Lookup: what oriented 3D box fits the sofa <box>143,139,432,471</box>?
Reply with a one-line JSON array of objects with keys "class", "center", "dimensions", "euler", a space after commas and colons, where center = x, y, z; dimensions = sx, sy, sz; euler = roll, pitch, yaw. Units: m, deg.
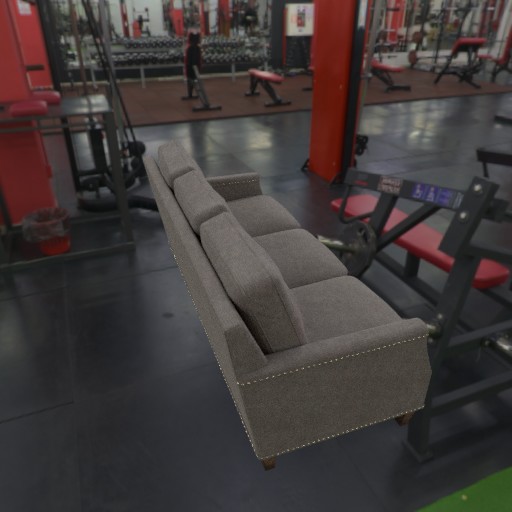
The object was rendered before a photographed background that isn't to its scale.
[{"class": "sofa", "center": [0.000, 0.000, 2.778], "dimensions": [1.034, 1.042, 2.226], "euler": [-10, 31, -17]}]
